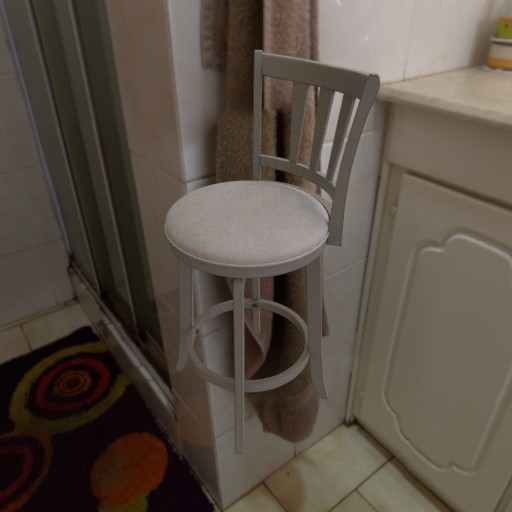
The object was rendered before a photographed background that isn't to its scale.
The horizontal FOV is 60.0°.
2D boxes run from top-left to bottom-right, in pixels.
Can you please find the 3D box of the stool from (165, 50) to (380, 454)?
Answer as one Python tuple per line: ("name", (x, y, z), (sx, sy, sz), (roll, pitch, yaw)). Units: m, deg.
("stool", (0.000, 0.000, 1.249), (0.486, 0.994, 0.450), (-20, 38, -29))
